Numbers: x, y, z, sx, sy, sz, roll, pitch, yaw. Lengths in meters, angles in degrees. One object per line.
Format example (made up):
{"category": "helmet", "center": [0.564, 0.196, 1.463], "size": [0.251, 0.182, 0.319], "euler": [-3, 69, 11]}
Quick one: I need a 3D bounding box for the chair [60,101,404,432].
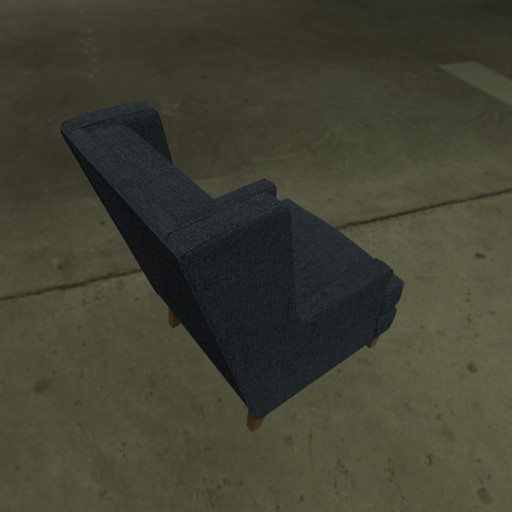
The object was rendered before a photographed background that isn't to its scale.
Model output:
{"category": "chair", "center": [0.000, 0.000, 1.685], "size": [0.947, 1.072, 0.764], "euler": [-26, 48, -26]}
